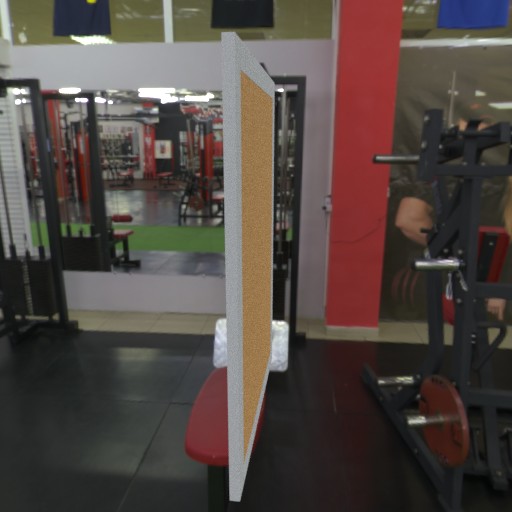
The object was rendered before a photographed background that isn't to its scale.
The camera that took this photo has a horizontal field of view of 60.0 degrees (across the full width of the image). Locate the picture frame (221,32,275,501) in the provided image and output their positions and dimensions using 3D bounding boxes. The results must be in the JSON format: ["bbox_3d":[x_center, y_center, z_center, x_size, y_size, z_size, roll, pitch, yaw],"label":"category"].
[{"bbox_3d":[0.000,0.000,0.573,0.011,0.459,0.326,2,15,8],"label":"picture frame"}]
